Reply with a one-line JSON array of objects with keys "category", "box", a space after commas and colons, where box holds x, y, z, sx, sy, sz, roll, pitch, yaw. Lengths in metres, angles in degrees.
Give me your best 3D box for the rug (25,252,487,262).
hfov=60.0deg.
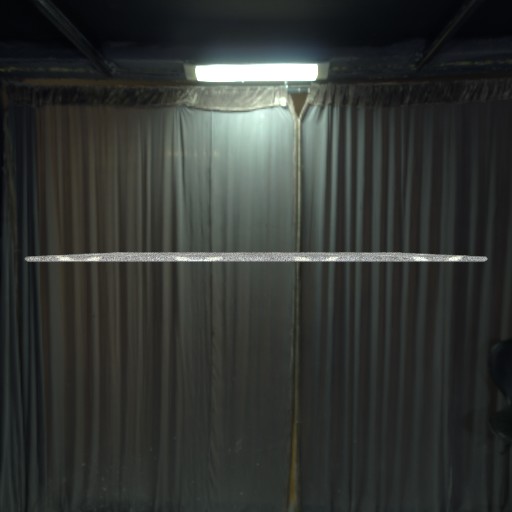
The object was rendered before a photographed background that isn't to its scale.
[{"category": "rug", "box": [0.000, 0.000, 2.980, 2.348, 0.025, 1.501, 0, 1, 0]}]
